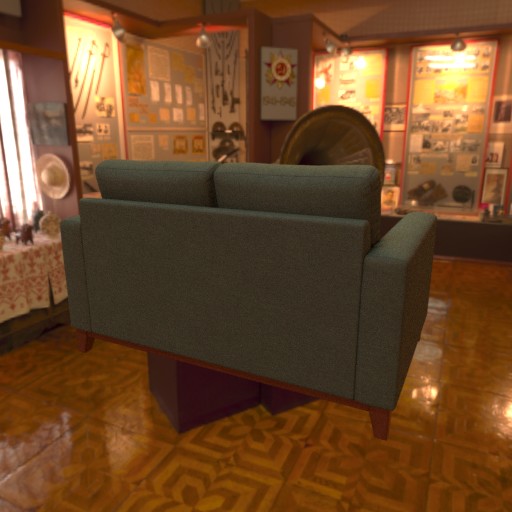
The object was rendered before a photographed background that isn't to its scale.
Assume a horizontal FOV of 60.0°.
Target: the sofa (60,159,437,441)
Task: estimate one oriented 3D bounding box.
[{"bbox_3d":[0.000,0.000,2.088,1.489,0.903,0.955,7,17,26],"label":"sofa"}]
